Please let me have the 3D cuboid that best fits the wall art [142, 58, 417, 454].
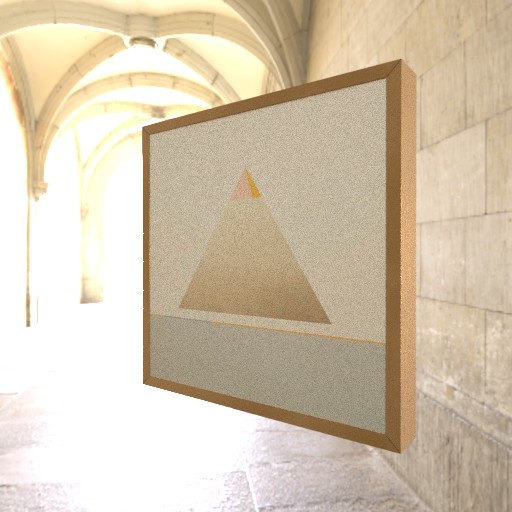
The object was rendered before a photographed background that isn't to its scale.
[{"bbox_3d":[0.000,0.000,0.446,0.305,0.303,0.038,0,0,36],"label":"wall art"}]
